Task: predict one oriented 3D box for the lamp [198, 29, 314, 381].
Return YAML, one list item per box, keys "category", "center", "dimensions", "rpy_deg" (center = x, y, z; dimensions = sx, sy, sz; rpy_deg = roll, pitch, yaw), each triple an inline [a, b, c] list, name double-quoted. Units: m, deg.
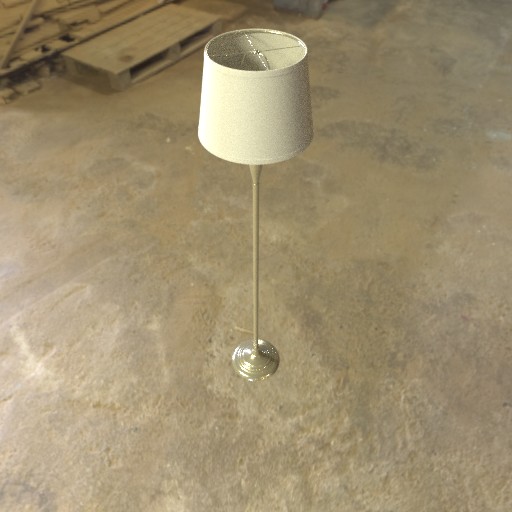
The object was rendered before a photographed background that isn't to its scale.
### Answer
- category: "lamp"
  center: [0.000, 0.000, 1.645]
  dimensions: [0.327, 1.506, 0.327]
  rpy_deg: [23, 51, 20]
